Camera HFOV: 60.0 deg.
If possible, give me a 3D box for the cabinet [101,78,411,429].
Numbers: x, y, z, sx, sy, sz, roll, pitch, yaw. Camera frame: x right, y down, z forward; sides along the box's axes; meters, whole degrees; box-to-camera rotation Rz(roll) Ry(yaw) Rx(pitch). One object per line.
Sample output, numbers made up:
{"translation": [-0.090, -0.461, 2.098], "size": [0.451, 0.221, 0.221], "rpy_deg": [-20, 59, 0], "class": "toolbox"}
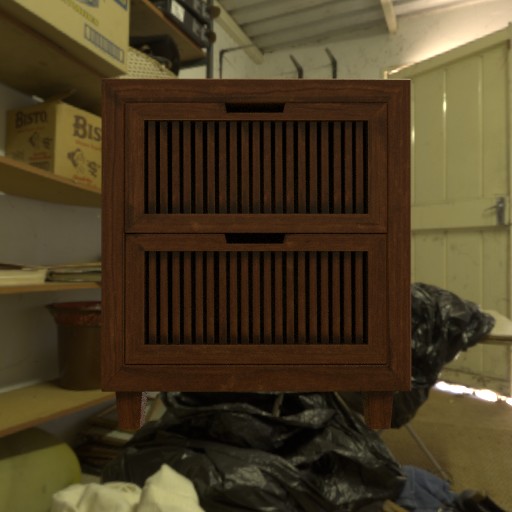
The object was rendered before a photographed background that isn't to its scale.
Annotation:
{"translation": [0.000, 0.000, 1.071], "size": [0.607, 0.695, 0.410], "rpy_deg": [0, 0, 0], "class": "cabinet"}
